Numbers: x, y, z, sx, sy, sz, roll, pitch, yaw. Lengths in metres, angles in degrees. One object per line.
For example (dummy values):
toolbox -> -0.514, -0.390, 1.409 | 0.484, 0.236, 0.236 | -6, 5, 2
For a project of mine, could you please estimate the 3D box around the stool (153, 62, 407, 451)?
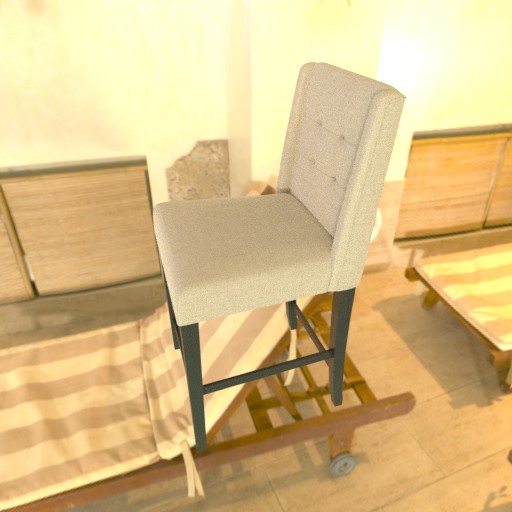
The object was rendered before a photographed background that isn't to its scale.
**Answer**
stool -> 0.000, 0.000, 1.236 | 0.509, 0.939, 0.474 | -9, 33, -15
